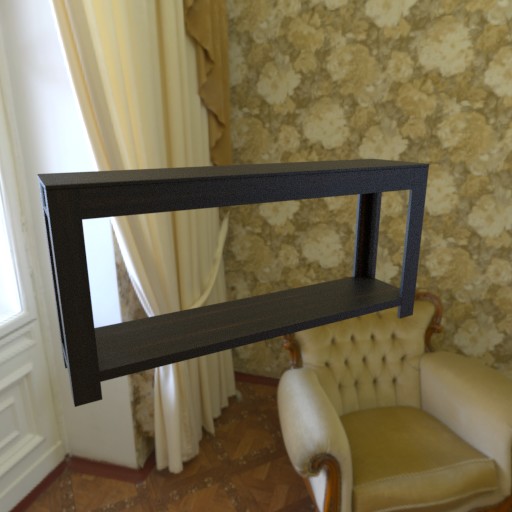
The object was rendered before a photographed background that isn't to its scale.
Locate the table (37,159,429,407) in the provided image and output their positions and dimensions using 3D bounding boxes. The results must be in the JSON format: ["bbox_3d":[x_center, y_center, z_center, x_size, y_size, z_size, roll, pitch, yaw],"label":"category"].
[{"bbox_3d":[0.000,0.000,1.953,1.631,0.762,0.384,-9,19,-27],"label":"table"}]
